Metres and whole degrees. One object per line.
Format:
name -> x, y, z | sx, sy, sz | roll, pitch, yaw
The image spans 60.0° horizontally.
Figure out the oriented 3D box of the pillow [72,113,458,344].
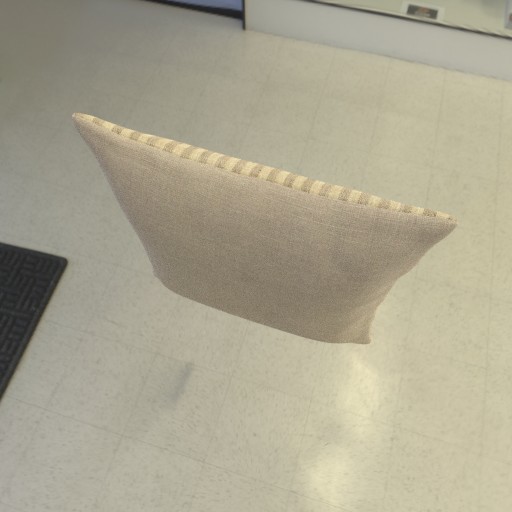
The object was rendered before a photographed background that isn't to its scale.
pillow -> 0.000, 0.000, 0.783 | 0.523, 0.510, 0.166 | 17, 64, 9
